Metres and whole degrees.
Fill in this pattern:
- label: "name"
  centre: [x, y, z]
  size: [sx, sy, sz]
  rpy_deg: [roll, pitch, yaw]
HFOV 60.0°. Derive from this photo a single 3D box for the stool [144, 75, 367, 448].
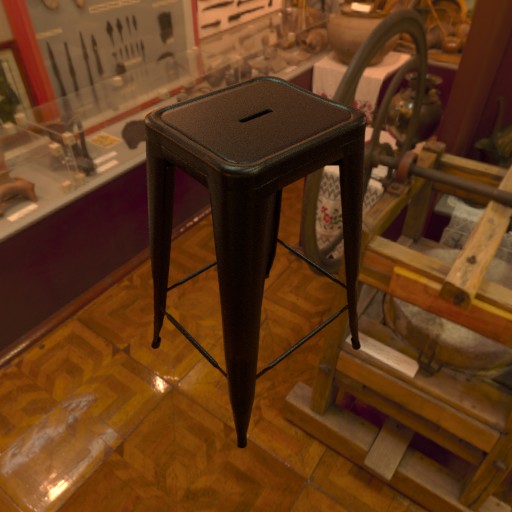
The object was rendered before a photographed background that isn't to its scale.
- label: "stool"
  centre: [0.000, 0.000, 0.910]
  size: [0.423, 0.609, 0.455]
  rpy_deg: [27, 48, 27]
